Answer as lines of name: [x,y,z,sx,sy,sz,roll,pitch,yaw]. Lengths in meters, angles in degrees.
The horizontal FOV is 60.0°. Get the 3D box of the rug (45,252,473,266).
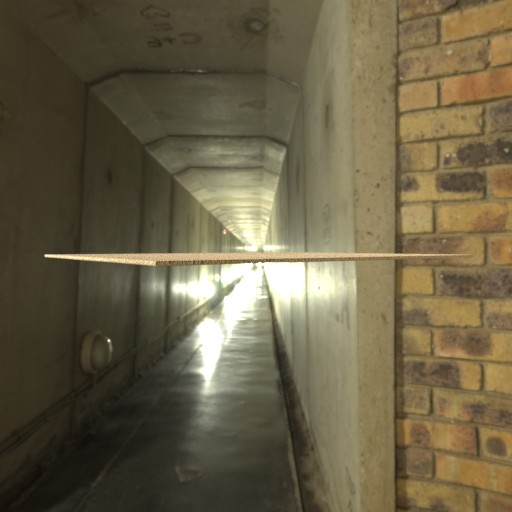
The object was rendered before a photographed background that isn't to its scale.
rug: [0.000,0.000,3.968,3.000,0.025,2.400,-1,1,-37]
